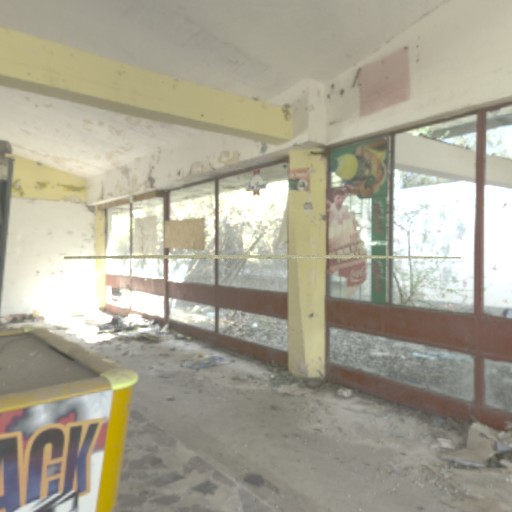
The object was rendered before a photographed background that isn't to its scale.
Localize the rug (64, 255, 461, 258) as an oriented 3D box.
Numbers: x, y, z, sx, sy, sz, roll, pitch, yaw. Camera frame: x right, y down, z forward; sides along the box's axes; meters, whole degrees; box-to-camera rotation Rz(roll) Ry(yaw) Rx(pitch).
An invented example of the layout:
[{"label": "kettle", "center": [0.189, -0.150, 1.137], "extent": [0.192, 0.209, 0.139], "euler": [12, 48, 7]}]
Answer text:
[{"label": "rug", "center": [0.000, 0.000, 4.310], "extent": [2.437, 0.014, 3.201], "euler": [0, 0, -2]}]
